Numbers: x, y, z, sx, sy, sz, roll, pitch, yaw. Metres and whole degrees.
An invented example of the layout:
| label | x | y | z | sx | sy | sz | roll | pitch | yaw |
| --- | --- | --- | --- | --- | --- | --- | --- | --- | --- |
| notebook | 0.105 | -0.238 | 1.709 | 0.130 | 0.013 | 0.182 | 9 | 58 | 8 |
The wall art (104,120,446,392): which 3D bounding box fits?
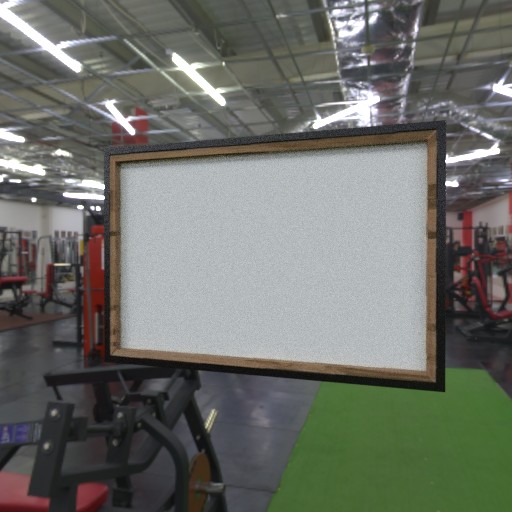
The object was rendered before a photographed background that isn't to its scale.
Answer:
| label | x | y | z | sx | sy | sz | roll | pitch | yaw |
| --- | --- | --- | --- | --- | --- | --- | --- | --- | --- |
| wall art | 0.000 | 0.000 | 0.836 | 0.659 | 0.446 | 0.022 | 0 | 1 | 18 |
